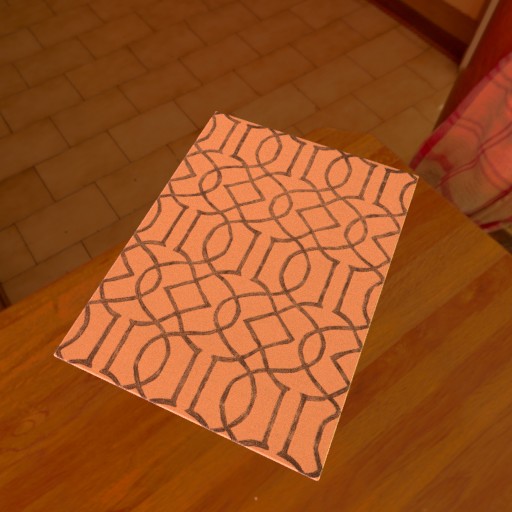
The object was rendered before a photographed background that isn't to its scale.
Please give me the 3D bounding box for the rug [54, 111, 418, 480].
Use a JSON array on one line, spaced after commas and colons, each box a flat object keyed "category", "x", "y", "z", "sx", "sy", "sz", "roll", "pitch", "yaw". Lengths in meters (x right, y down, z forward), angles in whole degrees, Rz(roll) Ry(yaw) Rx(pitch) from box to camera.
[{"category": "rug", "x": 0.000, "y": 0.000, "z": 3.914, "sx": 2.211, "sy": 0.021, "sz": 2.910, "roll": 21, "pitch": 63, "yaw": 11}]
